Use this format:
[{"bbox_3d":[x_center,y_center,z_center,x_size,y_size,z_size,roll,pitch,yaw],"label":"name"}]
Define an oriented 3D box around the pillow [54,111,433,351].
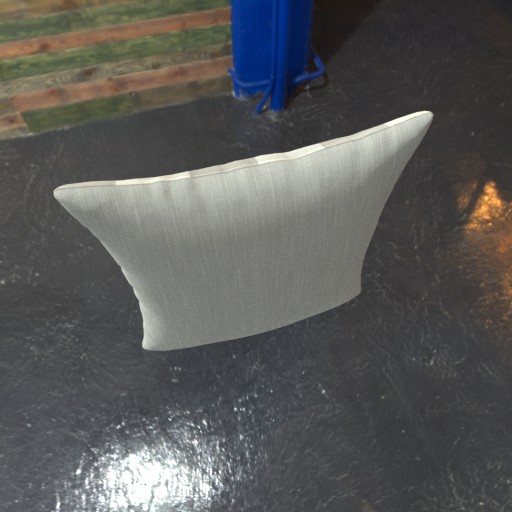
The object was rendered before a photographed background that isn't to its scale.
[{"bbox_3d":[0.000,0.000,0.784,0.511,0.509,0.161,-14,58,-9],"label":"pillow"}]
